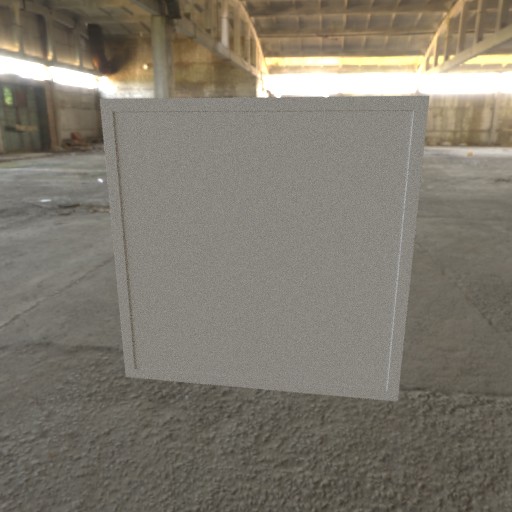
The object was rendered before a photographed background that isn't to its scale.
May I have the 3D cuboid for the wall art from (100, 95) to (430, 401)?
[{"bbox_3d":[0.000,0.000,0.979,0.660,0.660,0.015,3,17,9],"label":"wall art"}]
